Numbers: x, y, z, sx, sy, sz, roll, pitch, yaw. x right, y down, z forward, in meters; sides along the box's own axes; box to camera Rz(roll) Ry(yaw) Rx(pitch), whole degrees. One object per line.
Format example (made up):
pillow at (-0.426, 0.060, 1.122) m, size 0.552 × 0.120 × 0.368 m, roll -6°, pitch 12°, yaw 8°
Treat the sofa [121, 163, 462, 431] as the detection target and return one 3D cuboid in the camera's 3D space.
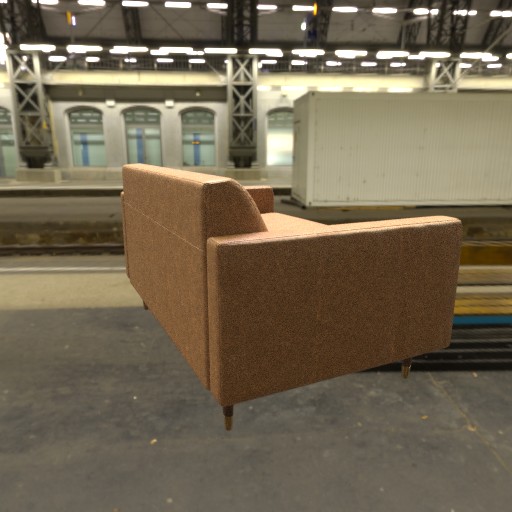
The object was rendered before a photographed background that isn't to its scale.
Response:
sofa at (0.000, 0.000, 2.076) m, size 0.960 × 0.820 × 1.549 m, roll -7°, pitch 15°, yaw -25°
